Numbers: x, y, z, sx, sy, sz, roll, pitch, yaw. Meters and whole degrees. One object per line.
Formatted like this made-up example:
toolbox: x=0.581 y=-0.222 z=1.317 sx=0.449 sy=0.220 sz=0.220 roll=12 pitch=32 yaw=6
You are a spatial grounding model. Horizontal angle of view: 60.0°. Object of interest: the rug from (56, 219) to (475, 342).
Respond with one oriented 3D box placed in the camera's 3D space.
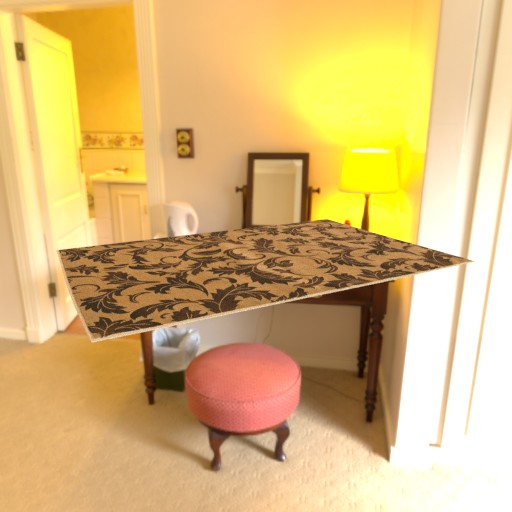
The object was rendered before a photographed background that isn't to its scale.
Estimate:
rug: x=0.000 y=0.000 z=2.870 sx=2.284 sy=0.008 sz=1.522 roll=-8 pitch=18 yaw=-27
